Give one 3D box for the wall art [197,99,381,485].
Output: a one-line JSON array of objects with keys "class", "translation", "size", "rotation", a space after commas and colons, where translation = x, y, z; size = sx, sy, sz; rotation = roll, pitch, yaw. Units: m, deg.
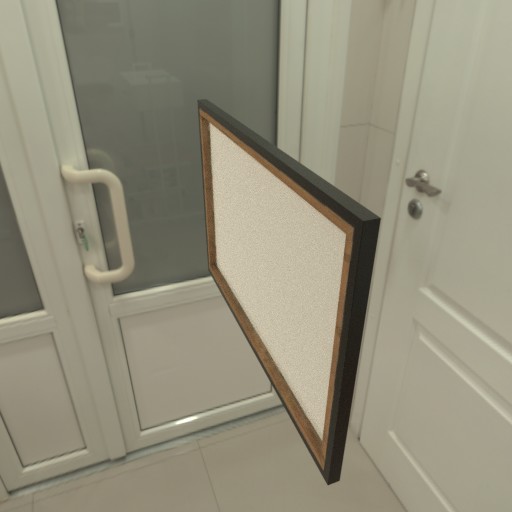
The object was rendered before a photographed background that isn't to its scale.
[{"class": "wall art", "translation": [0.000, 0.000, 0.830], "size": [0.022, 0.446, 0.659], "rotation": [-11, 32, -18]}]
